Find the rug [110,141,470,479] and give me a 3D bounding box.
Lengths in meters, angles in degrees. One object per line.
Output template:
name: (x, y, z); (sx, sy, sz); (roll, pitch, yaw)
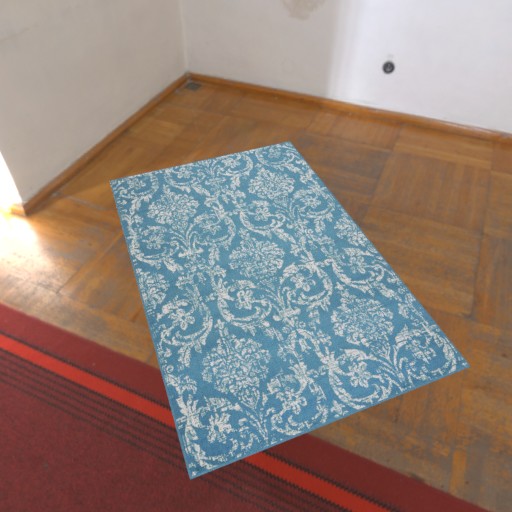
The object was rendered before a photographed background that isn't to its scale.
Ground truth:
rug: (0.000, 0.000, 3.428); (1.816, 0.018, 2.746); (-16, 49, -14)
